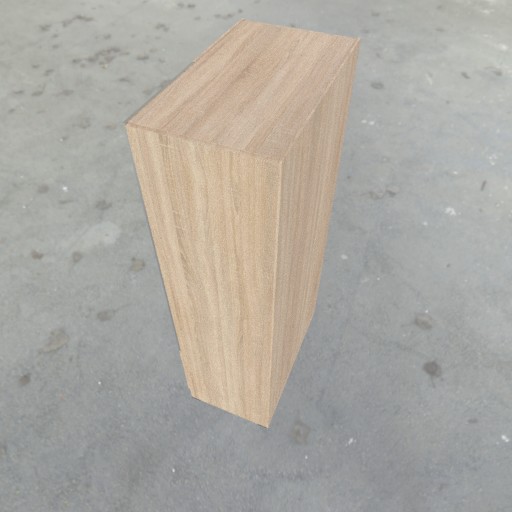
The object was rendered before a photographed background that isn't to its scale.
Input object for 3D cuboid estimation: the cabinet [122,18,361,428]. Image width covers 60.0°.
[{"bbox_3d":[0.000,0.000,2.515,0.590,2.121,1.001,17,50,15],"label":"cabinet"}]
